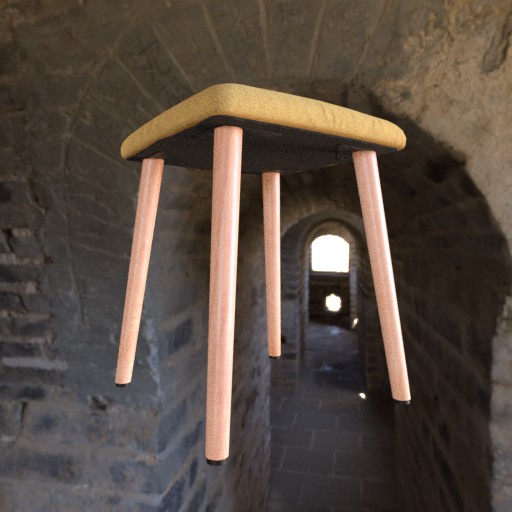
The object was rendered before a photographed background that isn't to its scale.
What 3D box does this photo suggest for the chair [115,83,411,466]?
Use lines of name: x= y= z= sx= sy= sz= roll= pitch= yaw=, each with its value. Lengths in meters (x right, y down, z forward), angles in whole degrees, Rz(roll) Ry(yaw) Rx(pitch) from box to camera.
chair: x=0.000 y=0.000 z=0.704 sx=0.350 sy=0.440 sz=0.350 roll=-1 pitch=2 yaw=-35
